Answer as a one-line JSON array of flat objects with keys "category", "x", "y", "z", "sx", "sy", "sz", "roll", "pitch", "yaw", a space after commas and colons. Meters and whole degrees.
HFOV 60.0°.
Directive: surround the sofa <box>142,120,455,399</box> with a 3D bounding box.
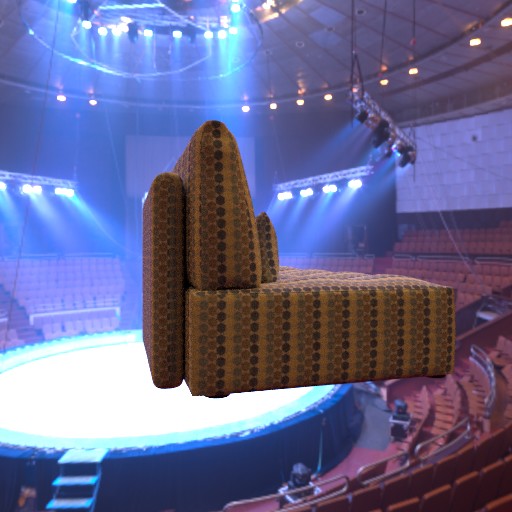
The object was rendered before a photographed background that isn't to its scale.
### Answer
[{"category": "sofa", "x": 0.000, "y": 0.000, "z": 2.031, "sx": 1.000, "sy": 0.820, "sz": 1.450, "roll": 0, "pitch": 0, "yaw": -17}]
